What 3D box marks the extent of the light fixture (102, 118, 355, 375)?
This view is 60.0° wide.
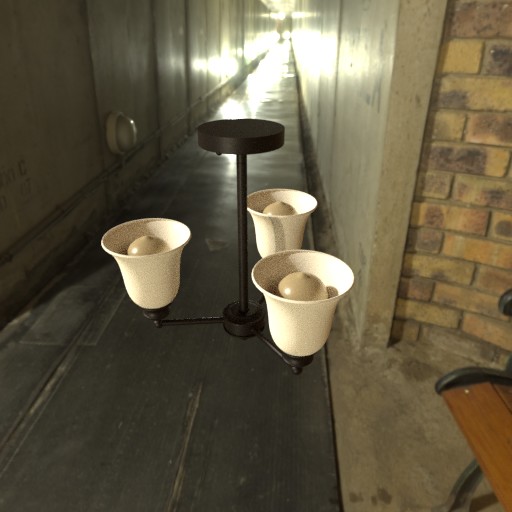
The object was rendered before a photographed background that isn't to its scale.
[{"bbox_3d":[0.000,0.000,0.672,0.388,0.370,0.354,-18,33,-29],"label":"light fixture"}]
